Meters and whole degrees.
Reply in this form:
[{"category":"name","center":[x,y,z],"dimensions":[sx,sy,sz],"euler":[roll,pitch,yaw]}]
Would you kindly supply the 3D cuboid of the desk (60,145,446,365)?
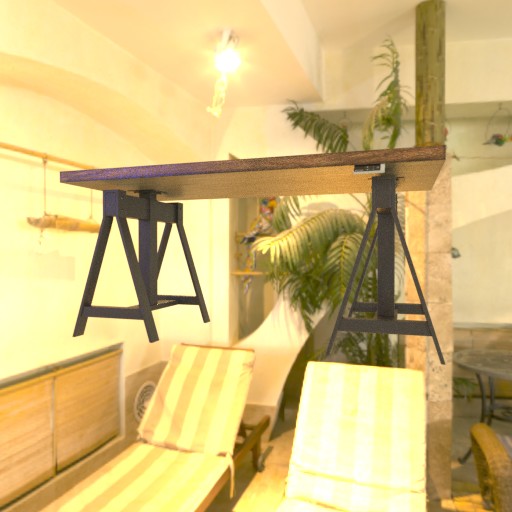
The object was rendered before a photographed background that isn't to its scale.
[{"category":"desk","center":[0.000,0.000,2.012],"dimensions":[1.543,0.725,0.784],"euler":[0,1,18]}]
